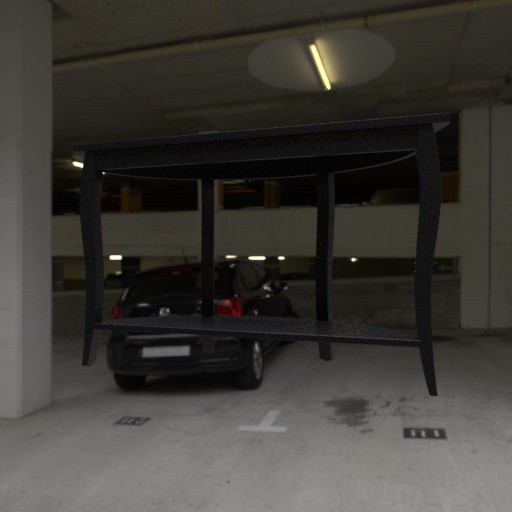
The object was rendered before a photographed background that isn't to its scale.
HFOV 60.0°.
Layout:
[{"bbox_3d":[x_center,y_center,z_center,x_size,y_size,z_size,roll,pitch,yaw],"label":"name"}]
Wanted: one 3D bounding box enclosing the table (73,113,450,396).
[{"bbox_3d":[0.000,0.000,1.568,1.219,0.780,0.394,0,0,17],"label":"table"}]
